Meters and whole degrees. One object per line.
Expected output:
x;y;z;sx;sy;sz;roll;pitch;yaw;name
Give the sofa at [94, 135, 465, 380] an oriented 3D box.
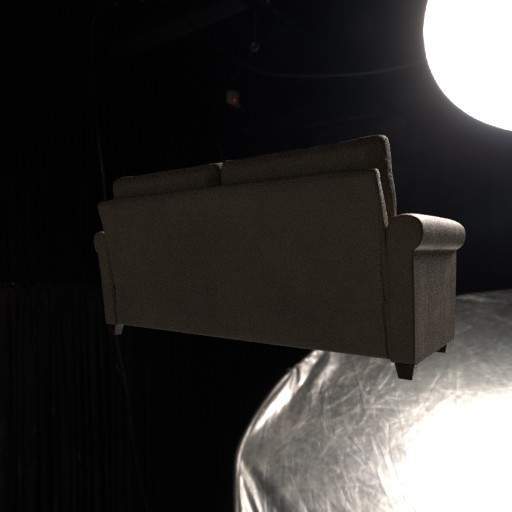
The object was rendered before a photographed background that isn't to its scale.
0.000;0.000;2.394;1.935;0.942;0.842;0;-1;35;sofa
